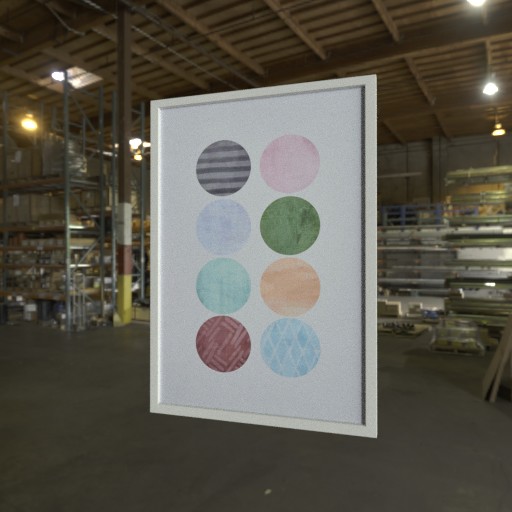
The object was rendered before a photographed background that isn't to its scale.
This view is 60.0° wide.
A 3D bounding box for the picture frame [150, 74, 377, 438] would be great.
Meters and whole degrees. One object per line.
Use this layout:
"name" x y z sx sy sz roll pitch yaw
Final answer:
"picture frame" 0.000 0.000 0.580 0.305 0.434 0.013 0 0 17
